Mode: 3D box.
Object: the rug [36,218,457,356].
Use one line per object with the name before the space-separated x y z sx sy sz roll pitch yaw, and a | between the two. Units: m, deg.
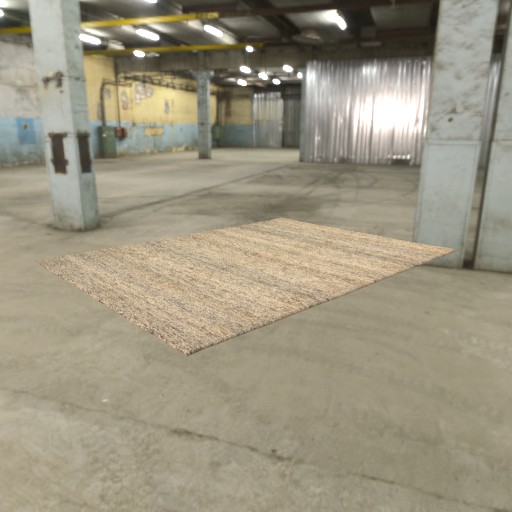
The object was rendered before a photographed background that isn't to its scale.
rug | 0.000 0.000 4.201 3.199 0.036 2.414 -14 20 -41
